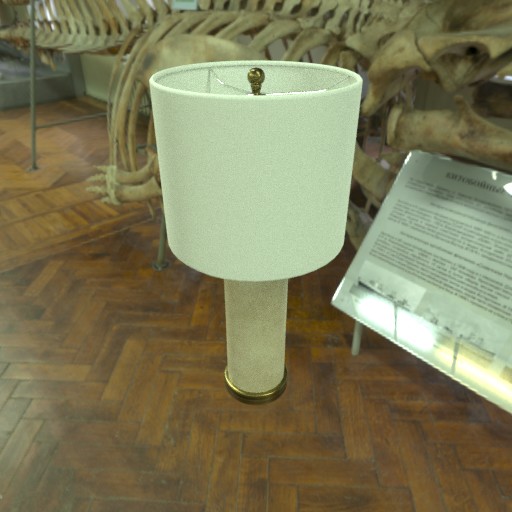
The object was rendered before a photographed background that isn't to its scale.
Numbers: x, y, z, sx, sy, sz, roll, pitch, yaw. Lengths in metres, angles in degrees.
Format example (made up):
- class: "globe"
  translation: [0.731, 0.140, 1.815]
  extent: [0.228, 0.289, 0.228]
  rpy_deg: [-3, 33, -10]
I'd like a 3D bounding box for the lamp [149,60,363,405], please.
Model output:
- class: "lamp"
  translation: [0.000, 0.000, 0.803]
  extent: [0.305, 0.634, 0.305]
  rpy_deg: [9, 32, 15]
